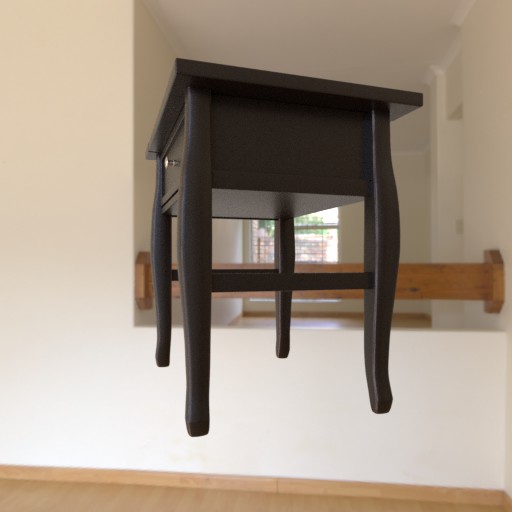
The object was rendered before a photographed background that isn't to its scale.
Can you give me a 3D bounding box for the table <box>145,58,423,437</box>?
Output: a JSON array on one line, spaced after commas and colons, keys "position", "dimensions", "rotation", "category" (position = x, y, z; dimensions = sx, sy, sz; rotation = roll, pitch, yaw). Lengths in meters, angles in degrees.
[{"position": [0.000, 0.000, 1.036], "dimensions": [0.460, 0.604, 0.602], "rotation": [0, -1, -18], "category": "table"}]
